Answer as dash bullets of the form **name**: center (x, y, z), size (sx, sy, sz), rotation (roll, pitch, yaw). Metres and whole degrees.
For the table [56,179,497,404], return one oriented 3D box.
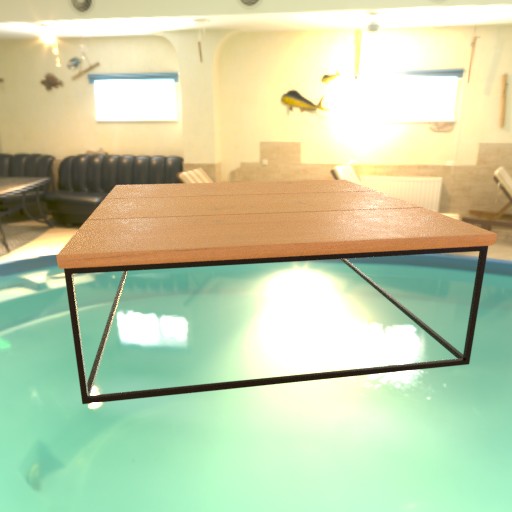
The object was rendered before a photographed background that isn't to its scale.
- **table**: center (0.000, 0.000, 1.655), size (1.100, 0.400, 1.100), rotation (-3, 18, -10)
